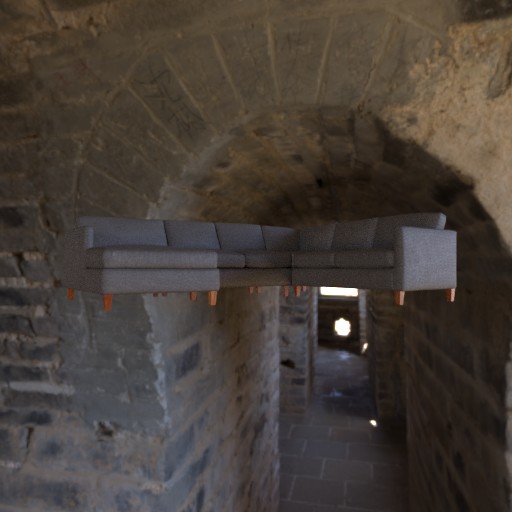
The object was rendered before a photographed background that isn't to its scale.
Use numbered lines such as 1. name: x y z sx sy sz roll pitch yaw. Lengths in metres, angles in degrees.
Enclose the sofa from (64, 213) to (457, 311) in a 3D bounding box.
1. sofa: 0.000 0.000 4.795 3.460 0.961 2.594 1 -2 -34
